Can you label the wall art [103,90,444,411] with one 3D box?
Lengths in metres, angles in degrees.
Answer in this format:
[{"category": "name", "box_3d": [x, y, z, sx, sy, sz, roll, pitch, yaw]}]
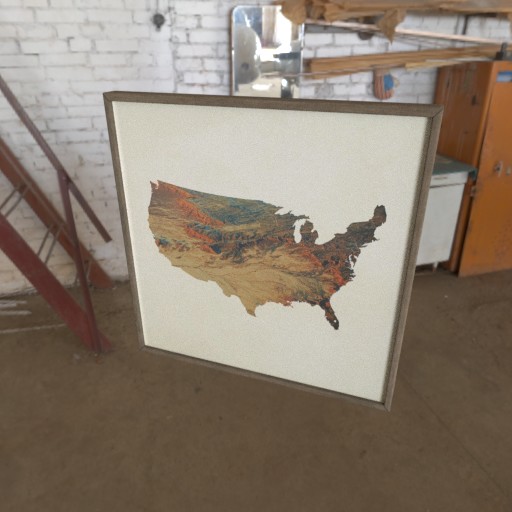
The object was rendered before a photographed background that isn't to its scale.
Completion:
[{"category": "wall art", "box_3d": [0.000, 0.000, 1.111, 0.749, 0.751, 0.050, 9, 28, 18]}]
